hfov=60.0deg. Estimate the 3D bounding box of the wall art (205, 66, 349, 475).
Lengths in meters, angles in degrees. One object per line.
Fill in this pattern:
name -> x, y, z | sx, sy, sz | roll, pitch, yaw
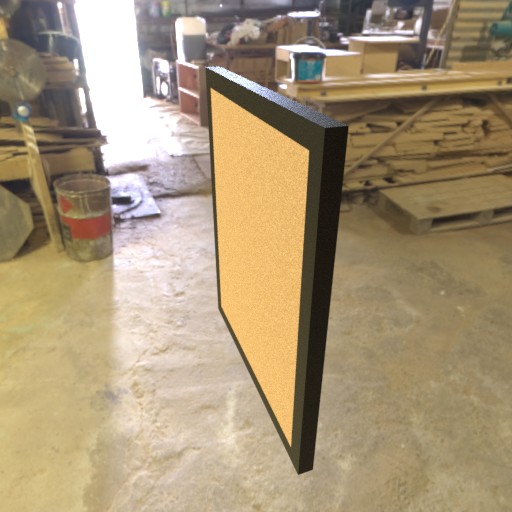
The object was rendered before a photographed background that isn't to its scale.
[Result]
wall art -> 0.000, 0.000, 0.706 | 0.025, 0.508, 0.432 | -10, 32, -17
